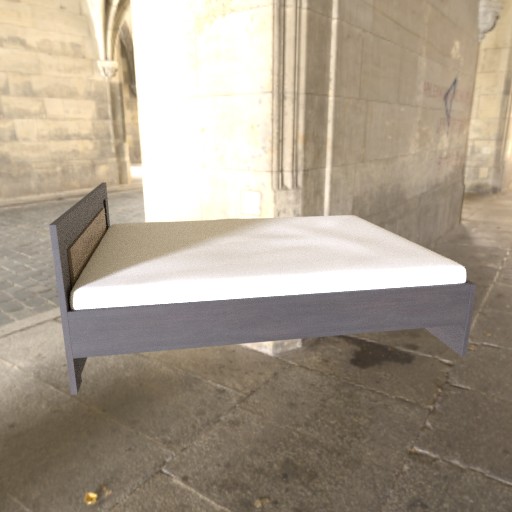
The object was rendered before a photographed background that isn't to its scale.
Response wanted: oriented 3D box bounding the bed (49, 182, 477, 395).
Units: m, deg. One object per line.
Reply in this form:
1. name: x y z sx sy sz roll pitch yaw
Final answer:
1. bed: 0.000 0.000 2.908 2.073 0.823 1.585 -3 16 -10
